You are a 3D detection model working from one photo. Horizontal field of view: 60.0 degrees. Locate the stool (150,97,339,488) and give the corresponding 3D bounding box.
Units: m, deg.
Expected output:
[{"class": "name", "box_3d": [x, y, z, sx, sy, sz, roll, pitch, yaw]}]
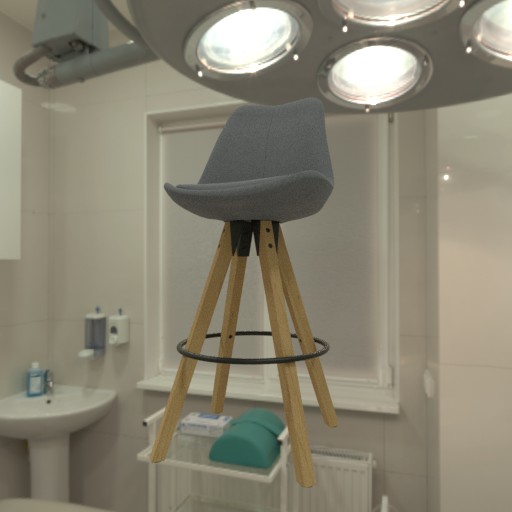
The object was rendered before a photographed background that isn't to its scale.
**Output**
[{"class": "stool", "box_3d": [0.000, 0.000, 1.360, 0.485, 1.115, 0.550, 0, -1, 18]}]
